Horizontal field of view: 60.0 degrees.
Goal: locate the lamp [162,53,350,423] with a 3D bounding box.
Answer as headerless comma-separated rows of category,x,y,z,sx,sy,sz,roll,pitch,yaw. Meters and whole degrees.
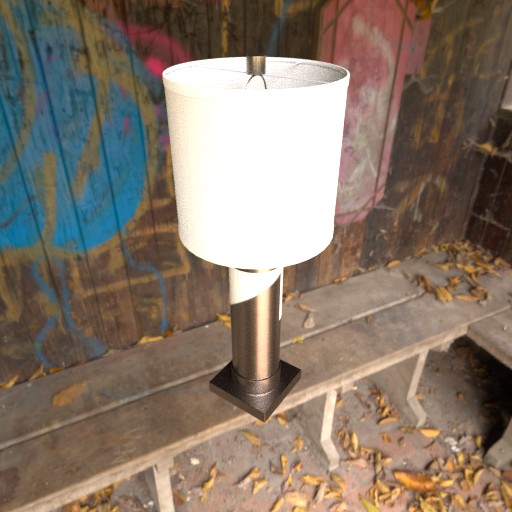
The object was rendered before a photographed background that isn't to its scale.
lamp,0.000,0.000,0.611,0.202,0.509,0.202,20,37,29
